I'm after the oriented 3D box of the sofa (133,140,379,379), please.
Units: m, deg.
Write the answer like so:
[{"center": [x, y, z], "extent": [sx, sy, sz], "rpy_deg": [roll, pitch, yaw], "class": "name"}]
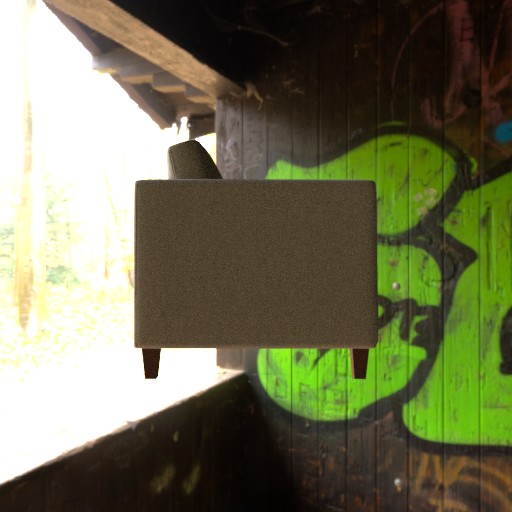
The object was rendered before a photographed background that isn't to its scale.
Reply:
[{"center": [0.000, 0.000, 2.735], "extent": [0.956, 0.963, 2.208], "rpy_deg": [0, 0, 0], "class": "sofa"}]
